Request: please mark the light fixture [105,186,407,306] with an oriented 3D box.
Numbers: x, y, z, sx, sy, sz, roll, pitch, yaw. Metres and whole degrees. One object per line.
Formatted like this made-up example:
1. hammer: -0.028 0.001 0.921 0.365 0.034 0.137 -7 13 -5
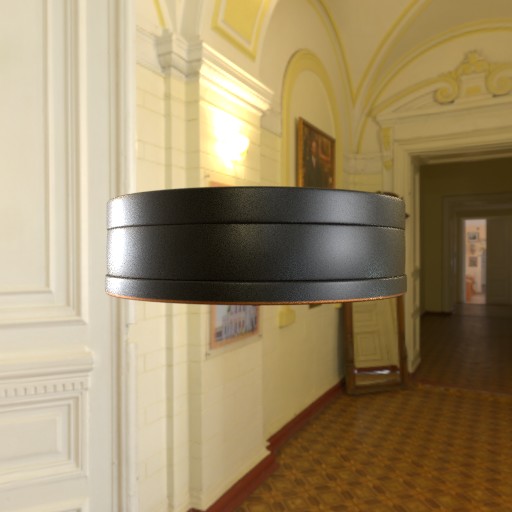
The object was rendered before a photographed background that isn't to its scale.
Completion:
1. light fixture: 0.000 0.000 0.439 0.283 0.097 0.283 0 0 0
